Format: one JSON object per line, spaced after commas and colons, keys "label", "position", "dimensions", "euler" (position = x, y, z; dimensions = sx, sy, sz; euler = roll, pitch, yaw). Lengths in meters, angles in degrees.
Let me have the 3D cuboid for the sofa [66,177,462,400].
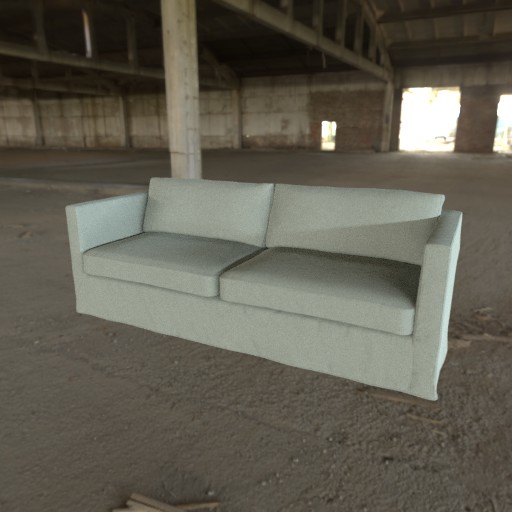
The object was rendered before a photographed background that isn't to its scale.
{"label": "sofa", "position": [0.000, 0.000, 2.788], "dimensions": [2.312, 0.853, 0.962], "euler": [8, 18, 26]}
